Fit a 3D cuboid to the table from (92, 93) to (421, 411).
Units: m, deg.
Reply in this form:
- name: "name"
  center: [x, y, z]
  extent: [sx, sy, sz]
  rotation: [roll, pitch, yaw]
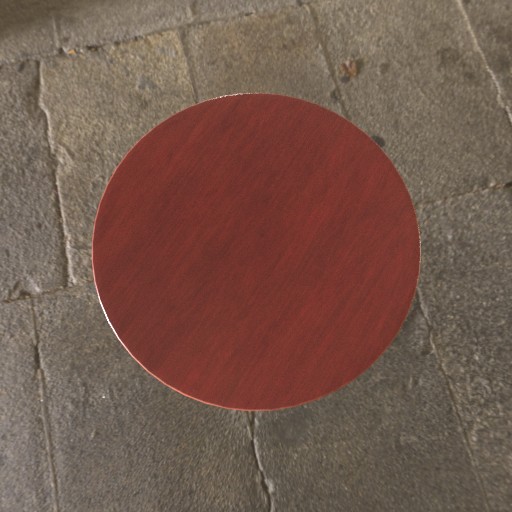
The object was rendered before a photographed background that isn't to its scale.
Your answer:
- name: "table"
  center: [0.000, 0.000, 1.617]
  extent: [1.029, 0.486, 1.029]
  rotation: [0, 76, 0]
